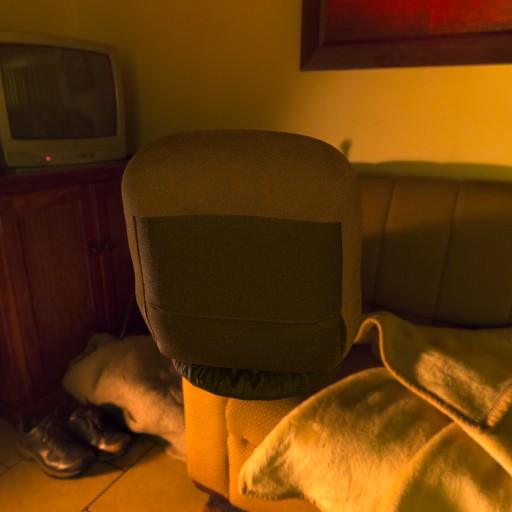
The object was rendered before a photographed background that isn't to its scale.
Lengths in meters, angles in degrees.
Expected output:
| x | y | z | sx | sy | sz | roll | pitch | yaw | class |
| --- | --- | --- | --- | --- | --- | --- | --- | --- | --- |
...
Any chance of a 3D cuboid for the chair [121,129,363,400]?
| x | y | z | sx | sy | sz | roll | pitch | yaw | class |
| --- | --- | --- | --- | --- | --- | --- | --- | --- | --- |
| 0.000 | 0.000 | 1.062 | 0.521 | 0.594 | 0.597 | 3 | 17 | 8 | chair |
